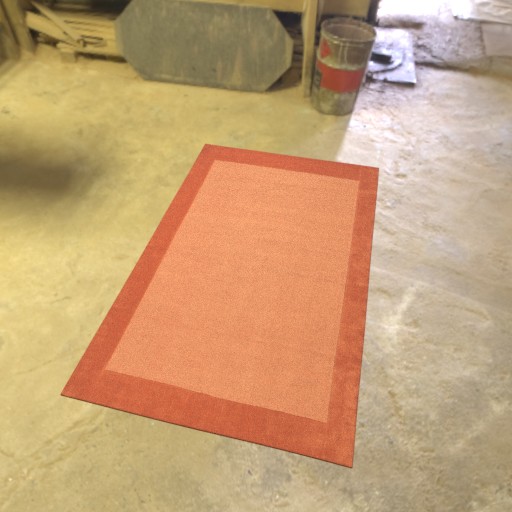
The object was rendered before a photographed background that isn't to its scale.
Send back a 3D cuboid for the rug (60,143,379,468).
[{"bbox_3d":[0.000,0.000,3.009,1.524,0.014,2.438,10,48,9],"label":"rug"}]
